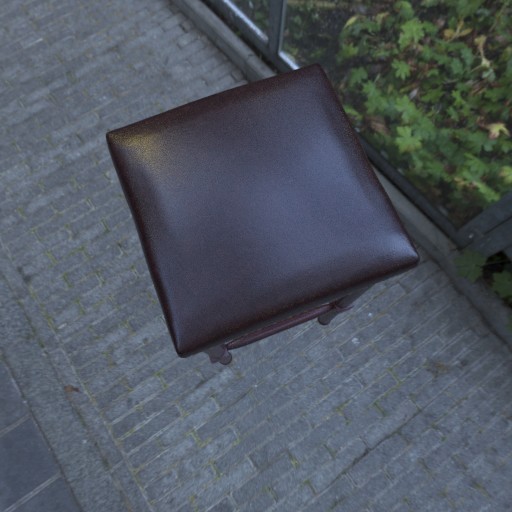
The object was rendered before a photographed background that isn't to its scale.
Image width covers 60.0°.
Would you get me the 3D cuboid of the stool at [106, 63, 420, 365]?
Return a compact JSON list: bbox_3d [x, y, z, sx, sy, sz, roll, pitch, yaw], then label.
[{"bbox_3d":[0.000,0.000,1.001,0.383,0.768,0.382,-20,75,-6],"label":"stool"}]
